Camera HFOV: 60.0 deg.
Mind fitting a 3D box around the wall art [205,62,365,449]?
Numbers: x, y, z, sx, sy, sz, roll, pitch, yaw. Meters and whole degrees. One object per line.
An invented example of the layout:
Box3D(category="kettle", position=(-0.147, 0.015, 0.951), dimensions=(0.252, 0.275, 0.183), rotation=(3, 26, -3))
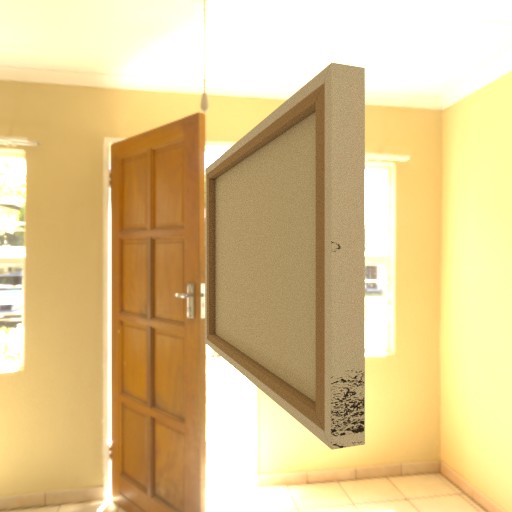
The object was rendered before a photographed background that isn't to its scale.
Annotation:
Box3D(category="wall art", position=(0.000, 0.000, 0.767), dimensions=(0.042, 0.414, 0.608), rotation=(0, 0, -19))
